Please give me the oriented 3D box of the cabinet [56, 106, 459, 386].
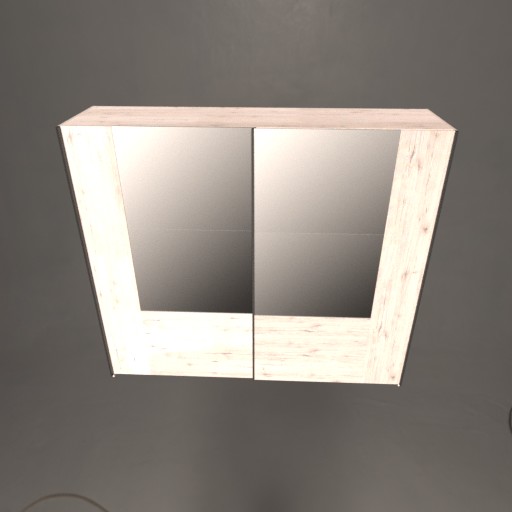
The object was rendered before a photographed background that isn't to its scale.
[{"bbox_3d":[0.000,0.000,3.566,2.500,2.180,0.660,1,30,2],"label":"cabinet"}]
